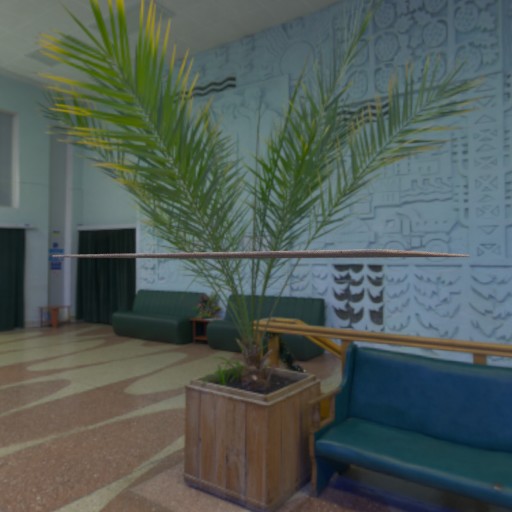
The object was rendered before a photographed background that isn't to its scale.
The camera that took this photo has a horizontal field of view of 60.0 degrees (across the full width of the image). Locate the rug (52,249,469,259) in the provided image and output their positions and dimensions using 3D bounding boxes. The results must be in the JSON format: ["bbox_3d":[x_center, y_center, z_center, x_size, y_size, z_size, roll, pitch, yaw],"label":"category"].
[{"bbox_3d":[0.000,0.000,3.023,2.390,0.015,1.609,-1,-1,36],"label":"rug"}]
